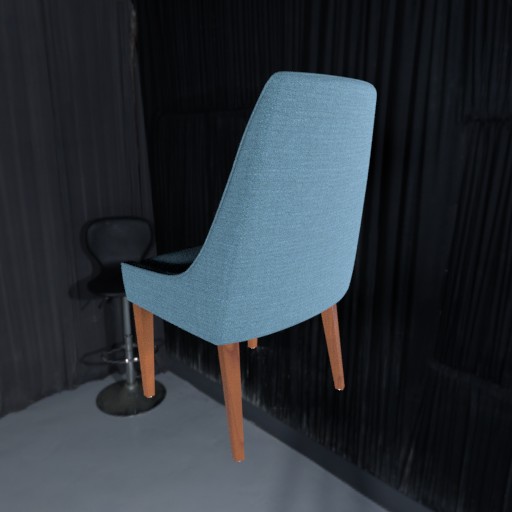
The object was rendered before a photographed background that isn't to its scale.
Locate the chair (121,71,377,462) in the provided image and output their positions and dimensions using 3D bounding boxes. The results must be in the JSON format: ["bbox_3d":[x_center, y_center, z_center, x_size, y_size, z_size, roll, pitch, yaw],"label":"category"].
[{"bbox_3d":[0.000,0.000,1.197,0.544,0.861,0.529,15,21,42],"label":"chair"}]
